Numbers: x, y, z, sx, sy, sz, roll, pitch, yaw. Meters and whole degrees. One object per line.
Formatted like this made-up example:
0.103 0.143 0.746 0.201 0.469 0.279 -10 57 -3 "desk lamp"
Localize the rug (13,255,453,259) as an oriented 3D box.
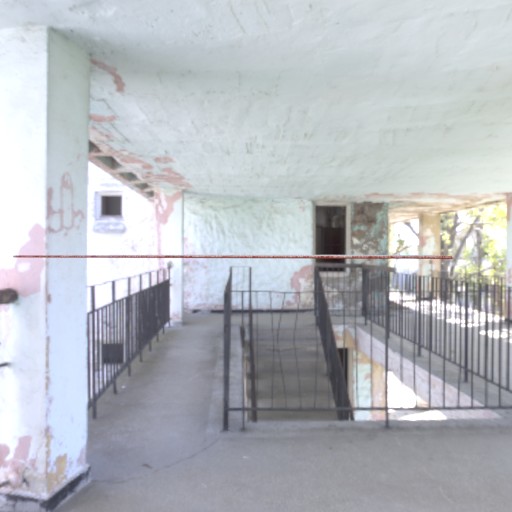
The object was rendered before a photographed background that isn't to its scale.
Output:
0.000 0.000 4.005 3.050 0.016 2.441 0 0 19 "rug"
